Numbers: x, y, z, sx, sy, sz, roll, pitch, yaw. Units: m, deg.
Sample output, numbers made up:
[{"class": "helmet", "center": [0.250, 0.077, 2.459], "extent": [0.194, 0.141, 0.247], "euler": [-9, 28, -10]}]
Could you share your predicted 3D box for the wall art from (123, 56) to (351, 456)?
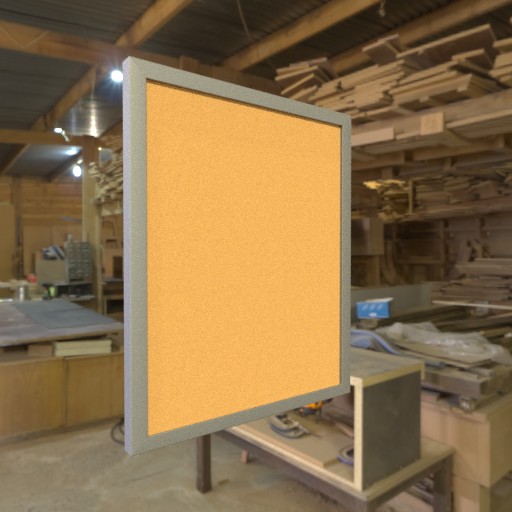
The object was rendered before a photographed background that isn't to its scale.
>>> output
[{"class": "wall art", "center": [0.000, 0.000, 0.765], "extent": [0.458, 0.558, 0.029], "euler": [-1, 1, -37]}]
